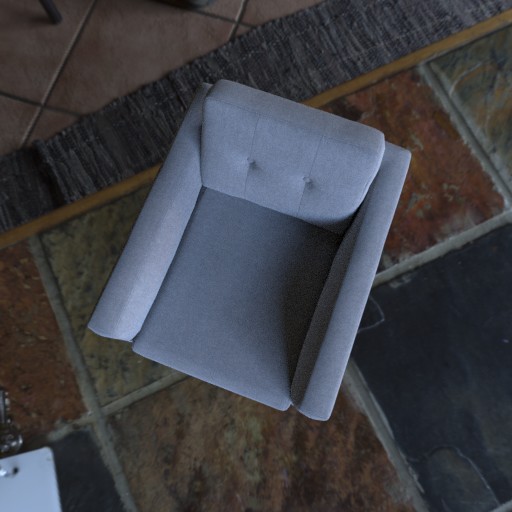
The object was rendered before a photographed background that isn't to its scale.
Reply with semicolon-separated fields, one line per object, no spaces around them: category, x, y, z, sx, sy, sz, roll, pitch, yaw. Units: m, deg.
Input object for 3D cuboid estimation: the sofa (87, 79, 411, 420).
sofa;0.000;0.000;1.568;0.770;0.860;0.920;20;77;5
